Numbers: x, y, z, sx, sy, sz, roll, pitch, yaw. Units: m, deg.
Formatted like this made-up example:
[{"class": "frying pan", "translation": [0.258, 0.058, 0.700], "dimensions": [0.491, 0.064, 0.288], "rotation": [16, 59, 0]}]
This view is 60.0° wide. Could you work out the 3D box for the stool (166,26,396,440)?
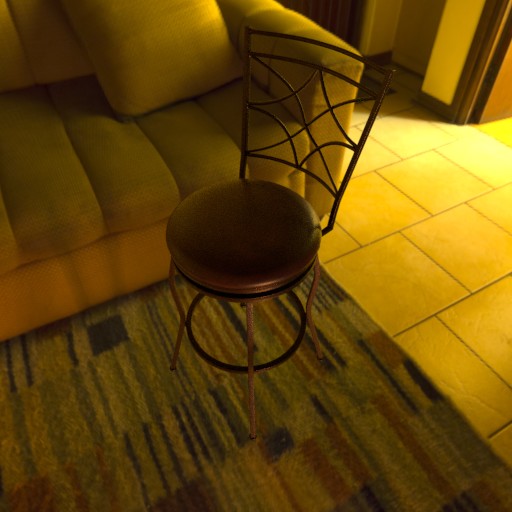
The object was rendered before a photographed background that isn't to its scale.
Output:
[{"class": "stool", "translation": [0.000, 0.000, 1.354], "dimensions": [0.434, 1.117, 0.534], "rotation": [31, 53, 27]}]
